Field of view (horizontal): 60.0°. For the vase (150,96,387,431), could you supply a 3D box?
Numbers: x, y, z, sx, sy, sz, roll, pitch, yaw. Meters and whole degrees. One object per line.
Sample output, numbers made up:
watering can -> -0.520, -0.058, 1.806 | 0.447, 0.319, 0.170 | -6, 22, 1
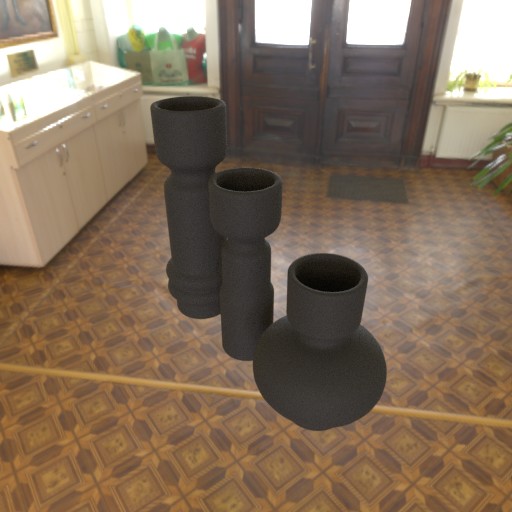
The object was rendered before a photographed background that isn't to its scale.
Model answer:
vase -> 0.000, 0.000, 0.430 | 0.120, 0.249, 0.307 | -21, 37, -31
